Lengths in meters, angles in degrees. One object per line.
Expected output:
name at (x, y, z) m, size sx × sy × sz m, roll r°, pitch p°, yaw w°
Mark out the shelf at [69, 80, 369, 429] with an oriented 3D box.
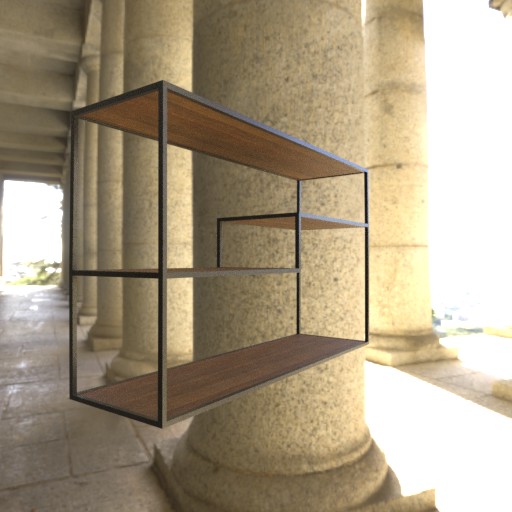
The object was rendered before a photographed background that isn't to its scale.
shelf at (0.000, 0.000, 1.560) m, size 0.361 × 0.765 × 1.201 m, roll 0°, pitch -1°, yaw 36°
